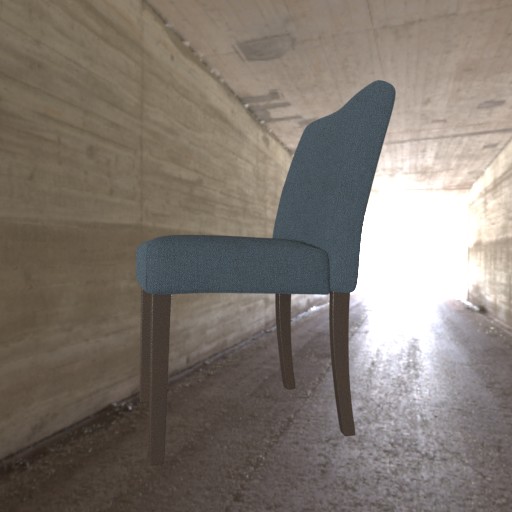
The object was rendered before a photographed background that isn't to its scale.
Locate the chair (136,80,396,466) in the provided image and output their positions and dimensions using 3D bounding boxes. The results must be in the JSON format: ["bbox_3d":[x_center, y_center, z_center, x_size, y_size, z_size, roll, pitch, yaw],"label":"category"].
[{"bbox_3d":[0.000,0.000,1.225,0.629,0.882,0.487,0,0,-17],"label":"chair"}]
